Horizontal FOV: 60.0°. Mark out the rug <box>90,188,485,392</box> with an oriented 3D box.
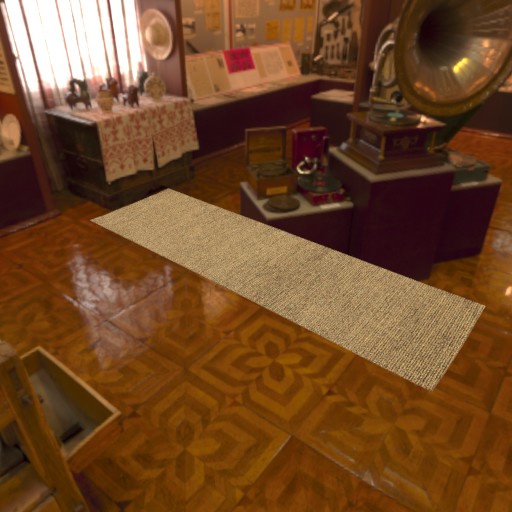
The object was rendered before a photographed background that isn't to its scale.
[{"bbox_3d":[0.000,0.000,2.561,2.335,0.013,0.697,23,38,33],"label":"rug"}]
